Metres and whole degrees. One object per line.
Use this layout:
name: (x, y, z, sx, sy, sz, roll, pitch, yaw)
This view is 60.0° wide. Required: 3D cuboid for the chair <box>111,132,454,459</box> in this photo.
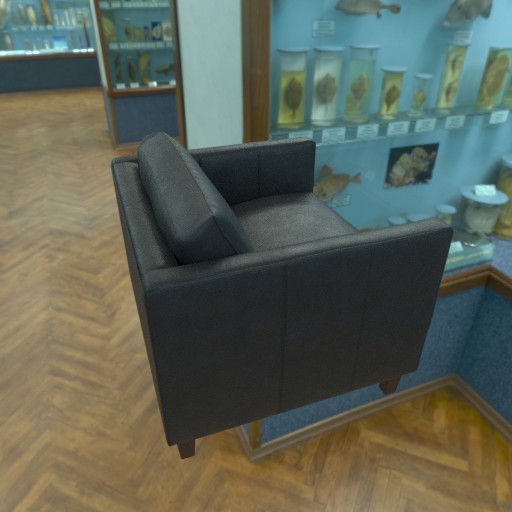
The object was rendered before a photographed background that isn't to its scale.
chair: (0.000, 0.000, 1.594, 0.862, 0.811, 0.939, -11, 33, -17)
